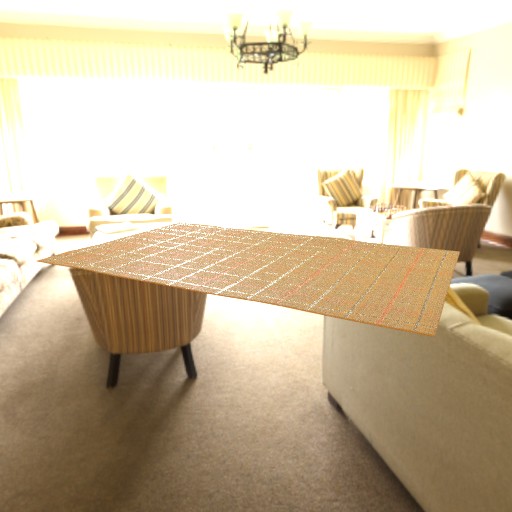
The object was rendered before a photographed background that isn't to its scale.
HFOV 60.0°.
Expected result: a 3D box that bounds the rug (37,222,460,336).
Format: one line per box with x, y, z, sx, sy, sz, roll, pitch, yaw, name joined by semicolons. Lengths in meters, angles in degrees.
0.000;0.000;3.006;2.439;0.015;1.524;8;17;26;rug
